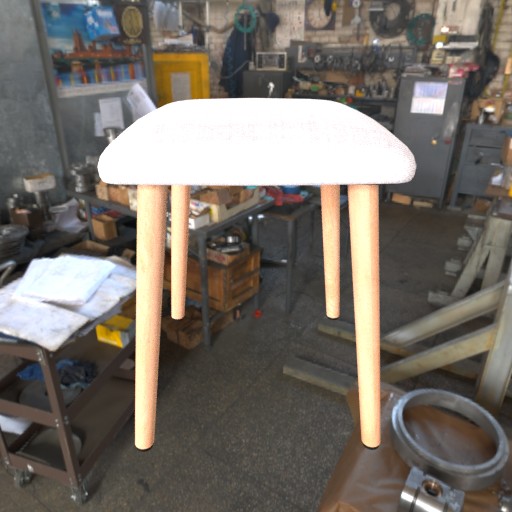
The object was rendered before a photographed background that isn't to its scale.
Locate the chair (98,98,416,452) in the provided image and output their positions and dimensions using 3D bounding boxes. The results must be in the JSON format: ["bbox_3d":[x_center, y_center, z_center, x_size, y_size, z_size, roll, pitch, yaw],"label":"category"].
[{"bbox_3d":[0.000,0.000,0.675,0.350,0.440,0.350,0,26,-1],"label":"chair"}]
